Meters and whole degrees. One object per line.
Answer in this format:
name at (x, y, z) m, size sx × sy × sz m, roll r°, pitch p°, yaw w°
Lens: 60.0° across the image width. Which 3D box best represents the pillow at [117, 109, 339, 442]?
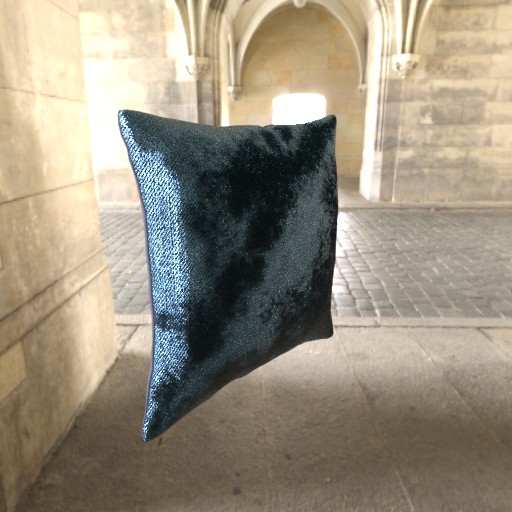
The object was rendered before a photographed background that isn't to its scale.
pillow at (0.000, 0.000, 0.687) m, size 0.138 × 0.430 × 0.436 m, roll 14°, pitch 21°, yaw 42°
